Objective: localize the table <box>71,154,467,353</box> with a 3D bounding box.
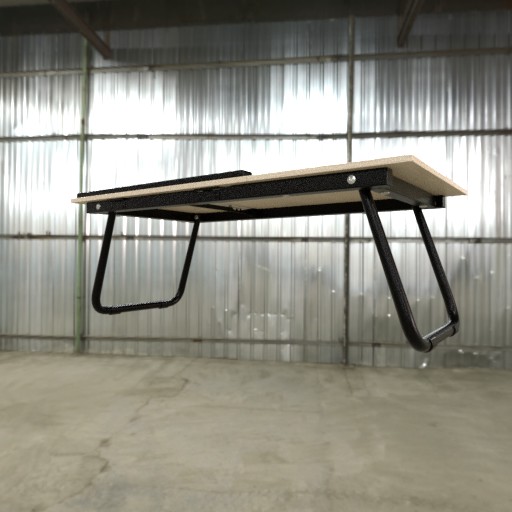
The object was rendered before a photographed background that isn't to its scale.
[{"bbox_3d":[0.000,0.000,0.795,0.644,0.242,0.322,0,0,35],"label":"table"}]
